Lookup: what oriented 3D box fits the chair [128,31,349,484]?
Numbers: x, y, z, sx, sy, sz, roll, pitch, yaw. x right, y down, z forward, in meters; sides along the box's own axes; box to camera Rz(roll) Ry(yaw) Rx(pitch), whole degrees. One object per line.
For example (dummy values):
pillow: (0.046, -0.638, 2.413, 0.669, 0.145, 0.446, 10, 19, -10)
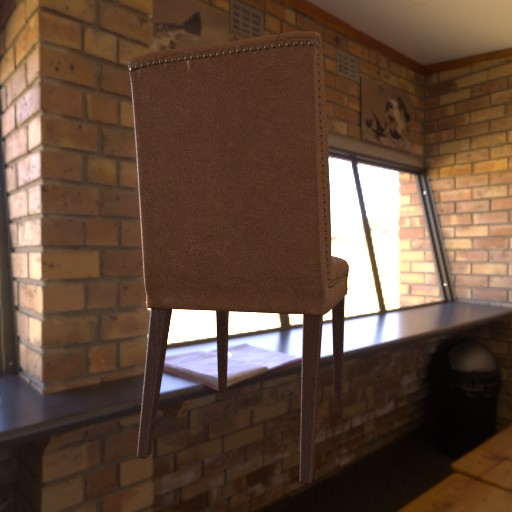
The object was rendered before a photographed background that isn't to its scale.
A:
chair: (0.000, 0.000, 1.336, 0.511, 1.016, 0.647, 0, 0, 17)
